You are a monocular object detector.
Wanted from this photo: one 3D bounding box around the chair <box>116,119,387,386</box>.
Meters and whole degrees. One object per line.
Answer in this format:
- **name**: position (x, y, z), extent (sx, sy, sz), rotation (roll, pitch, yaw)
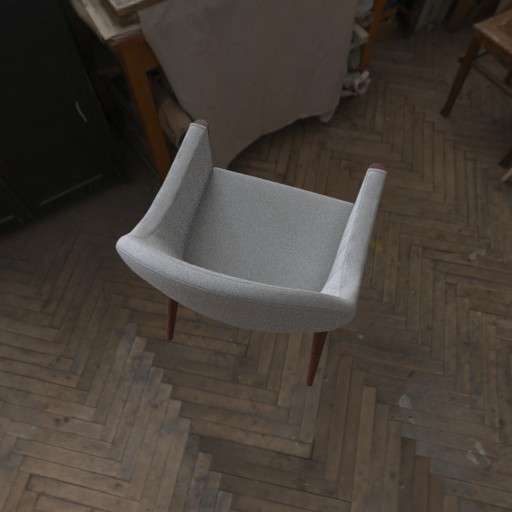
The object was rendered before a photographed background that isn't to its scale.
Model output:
- **chair**: position (0.000, 0.000, 1.313), extent (0.610, 0.889, 0.620), rotation (16, 64, 8)
